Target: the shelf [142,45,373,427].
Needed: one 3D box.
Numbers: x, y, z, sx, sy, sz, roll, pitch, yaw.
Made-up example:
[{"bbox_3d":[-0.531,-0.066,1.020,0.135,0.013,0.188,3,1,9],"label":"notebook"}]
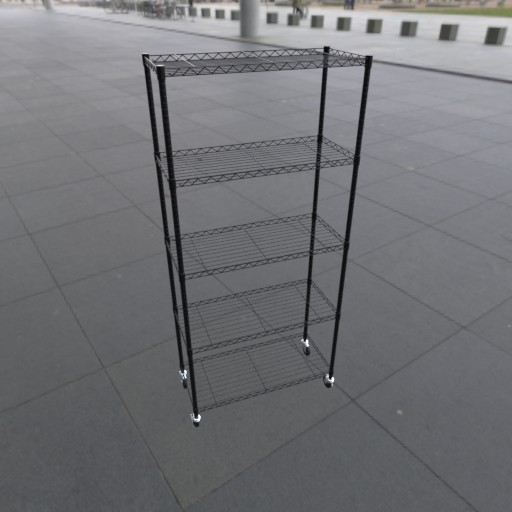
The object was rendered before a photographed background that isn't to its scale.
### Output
[{"bbox_3d":[0.000,0.000,1.972,0.762,1.645,0.356,-11,33,-17],"label":"shelf"}]
